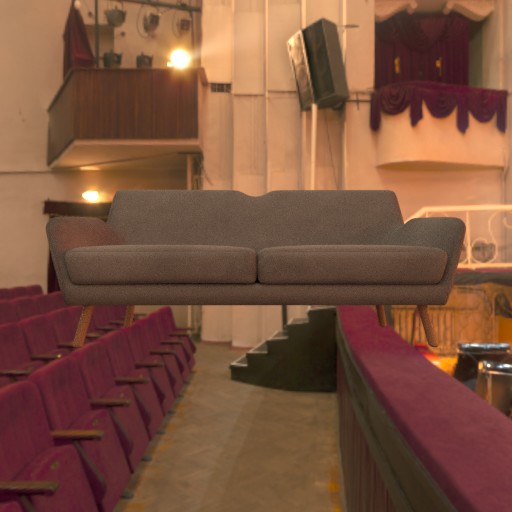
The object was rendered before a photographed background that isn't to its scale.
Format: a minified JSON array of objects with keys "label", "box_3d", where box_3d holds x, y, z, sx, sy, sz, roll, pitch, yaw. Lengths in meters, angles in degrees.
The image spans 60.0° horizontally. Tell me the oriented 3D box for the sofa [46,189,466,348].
[{"label":"sofa","box_3d":[0.000,0.000,2.312,1.870,0.810,0.850,0,-1,0]}]
